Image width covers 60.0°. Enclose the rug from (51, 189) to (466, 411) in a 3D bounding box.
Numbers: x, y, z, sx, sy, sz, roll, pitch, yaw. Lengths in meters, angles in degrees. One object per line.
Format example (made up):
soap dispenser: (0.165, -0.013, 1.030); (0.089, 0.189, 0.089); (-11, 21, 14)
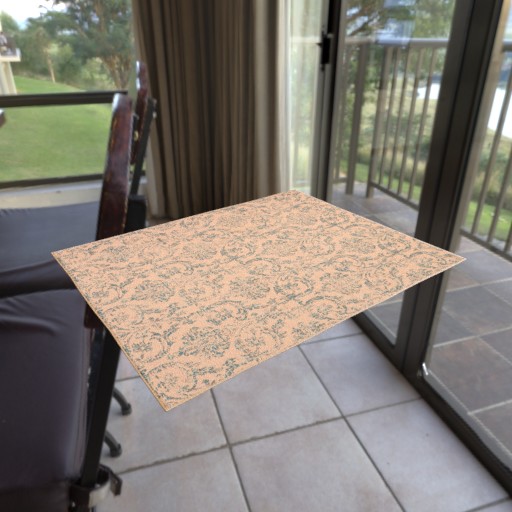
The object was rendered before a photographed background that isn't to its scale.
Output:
rug: (0.000, 0.000, 4.050); (2.980, 0.012, 2.363); (-19, 33, -32)
